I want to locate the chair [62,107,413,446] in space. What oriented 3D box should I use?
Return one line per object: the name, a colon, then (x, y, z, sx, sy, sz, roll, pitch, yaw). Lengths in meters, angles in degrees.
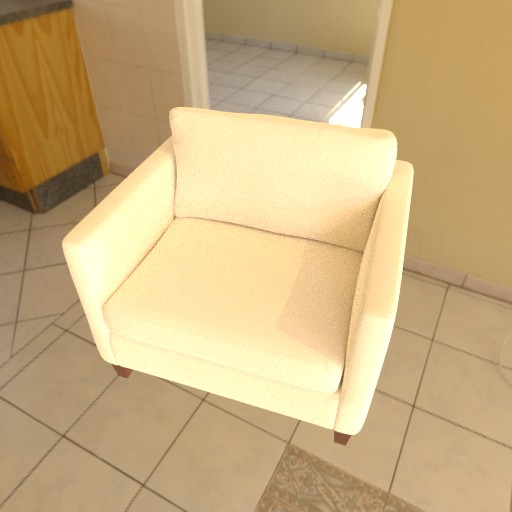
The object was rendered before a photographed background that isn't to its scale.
chair: (0.000, 0.000, 1.674, 1.019, 0.885, 0.878, 12, 42, 14)
